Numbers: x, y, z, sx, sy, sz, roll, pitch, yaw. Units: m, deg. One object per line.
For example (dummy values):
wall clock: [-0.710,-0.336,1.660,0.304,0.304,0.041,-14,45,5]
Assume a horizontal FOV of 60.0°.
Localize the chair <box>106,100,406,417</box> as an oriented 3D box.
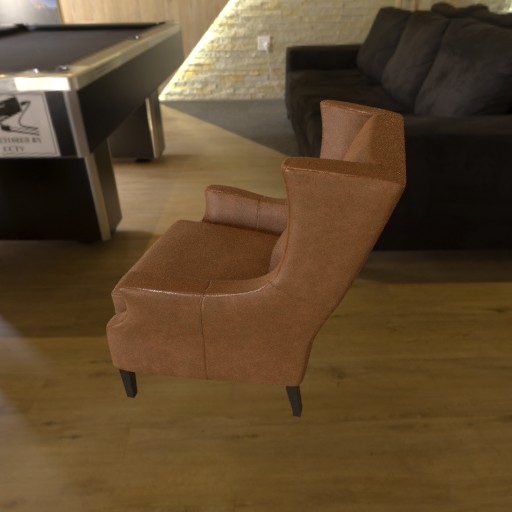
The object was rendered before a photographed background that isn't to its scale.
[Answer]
chair: [0.000,0.000,1.680,0.925,1.016,0.852,8,33,13]
